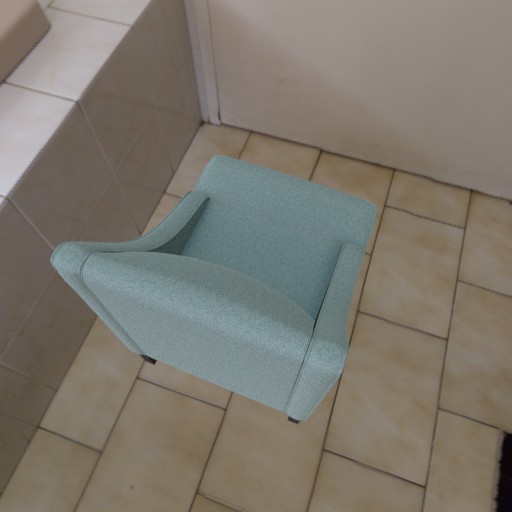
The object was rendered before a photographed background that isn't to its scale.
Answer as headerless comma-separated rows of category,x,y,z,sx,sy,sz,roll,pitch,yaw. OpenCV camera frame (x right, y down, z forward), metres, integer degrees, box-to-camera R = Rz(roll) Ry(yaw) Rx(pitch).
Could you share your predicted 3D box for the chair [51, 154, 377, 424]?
chair,0.000,0.000,1.868,0.857,1.133,1.025,19,64,10
